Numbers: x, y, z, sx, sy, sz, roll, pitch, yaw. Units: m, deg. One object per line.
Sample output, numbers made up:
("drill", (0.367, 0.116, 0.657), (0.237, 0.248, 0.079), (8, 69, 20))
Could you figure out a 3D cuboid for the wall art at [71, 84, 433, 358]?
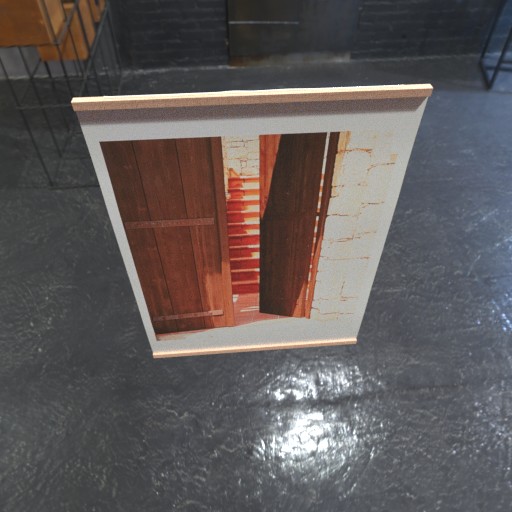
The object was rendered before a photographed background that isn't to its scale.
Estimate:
("wall art", (0.000, 0.000, 1.295), (0.758, 1.013, 0.020), (-3, 47, -3))
